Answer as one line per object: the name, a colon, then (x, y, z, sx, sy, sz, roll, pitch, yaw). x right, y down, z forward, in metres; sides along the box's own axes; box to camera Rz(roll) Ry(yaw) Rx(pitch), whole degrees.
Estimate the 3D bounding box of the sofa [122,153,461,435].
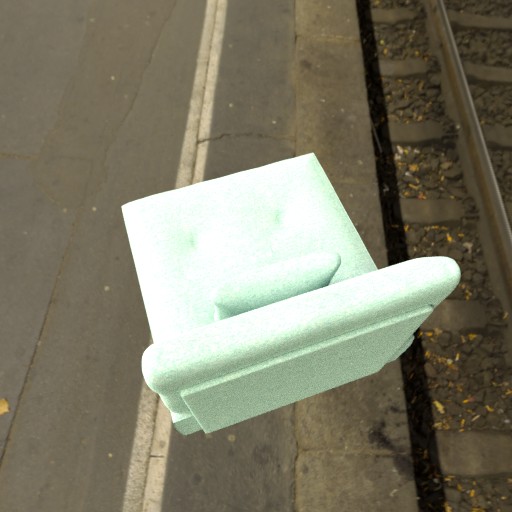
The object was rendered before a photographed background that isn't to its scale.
sofa: (0.000, 0.000, 1.716, 0.930, 0.820, 1.000, -17, 62, -9)
